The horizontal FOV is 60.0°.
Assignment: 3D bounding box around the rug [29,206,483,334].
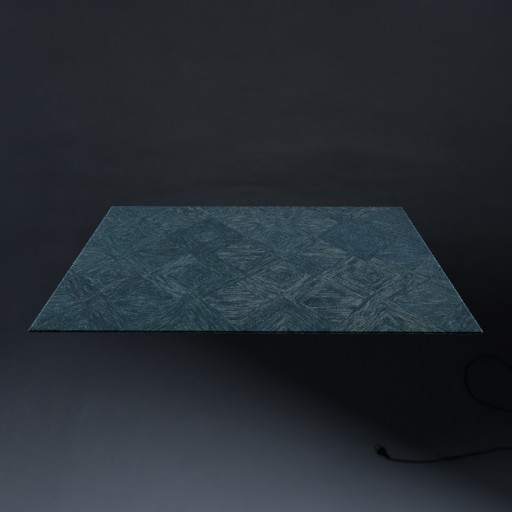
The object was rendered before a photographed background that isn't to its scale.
[{"bbox_3d":[0.000,0.000,2.854,2.277,0.015,1.490,0,31,0],"label":"rug"}]
